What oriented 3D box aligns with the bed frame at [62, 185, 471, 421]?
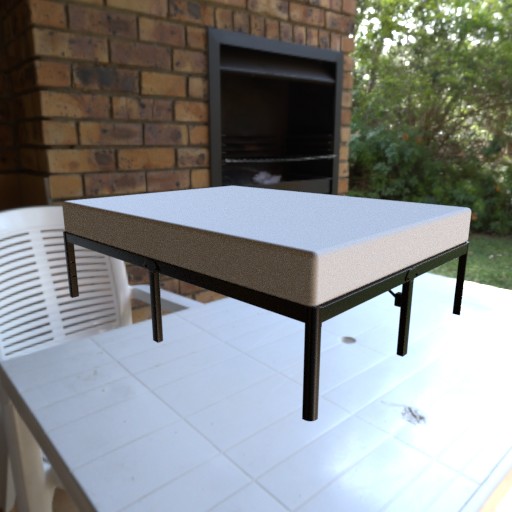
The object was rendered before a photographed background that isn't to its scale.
[{"bbox_3d":[0.000,0.000,2.812,2.072,0.659,1.557,13,19,42],"label":"bed frame"}]
